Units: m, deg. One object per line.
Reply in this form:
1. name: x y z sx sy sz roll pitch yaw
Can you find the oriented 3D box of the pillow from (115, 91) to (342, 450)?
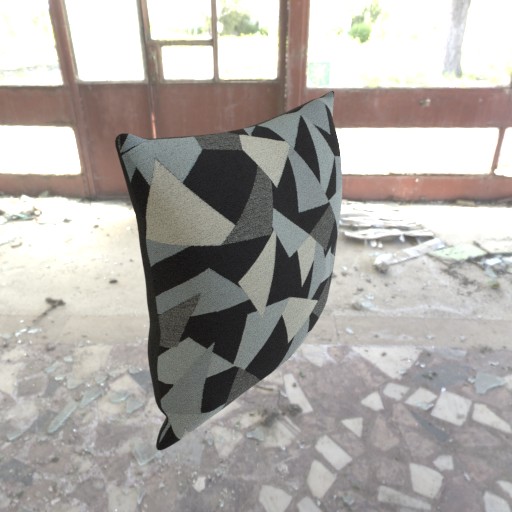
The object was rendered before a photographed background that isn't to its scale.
1. pillow: 0.000 0.000 0.760 0.208 0.496 0.503 20 34 32
